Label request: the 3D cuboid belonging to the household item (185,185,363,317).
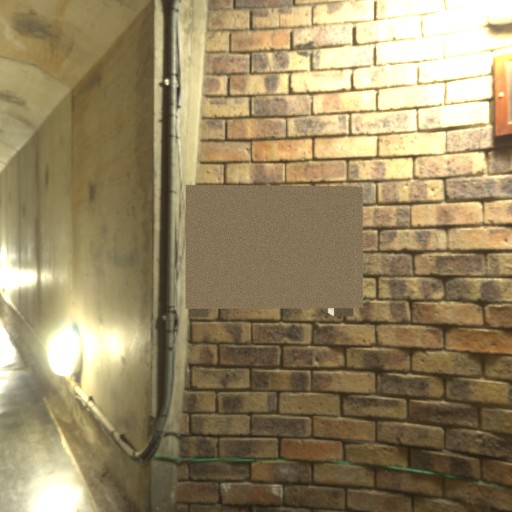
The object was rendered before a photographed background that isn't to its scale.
[{"bbox_3d":[0.000,0.000,1.968,0.420,0.310,1.850,0,-1,-3],"label":"household item"}]
